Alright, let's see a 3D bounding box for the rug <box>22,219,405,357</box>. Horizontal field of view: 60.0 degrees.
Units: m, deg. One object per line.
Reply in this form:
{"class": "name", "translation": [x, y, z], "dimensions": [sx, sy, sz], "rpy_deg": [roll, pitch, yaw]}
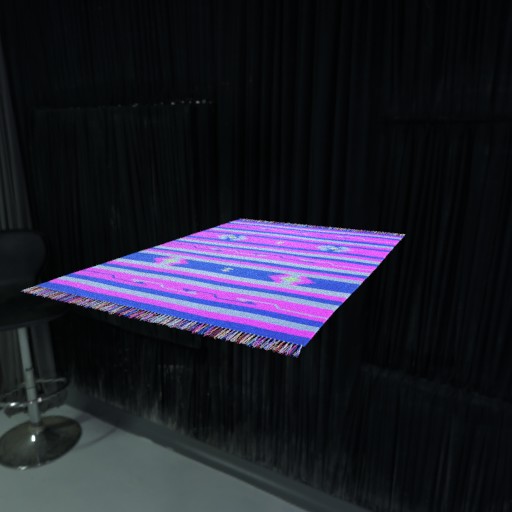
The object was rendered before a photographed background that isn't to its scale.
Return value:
{"class": "rug", "translation": [0.000, 0.000, 2.937], "dimensions": [1.539, 0.013, 2.350], "rpy_deg": [8, 17, 26]}
